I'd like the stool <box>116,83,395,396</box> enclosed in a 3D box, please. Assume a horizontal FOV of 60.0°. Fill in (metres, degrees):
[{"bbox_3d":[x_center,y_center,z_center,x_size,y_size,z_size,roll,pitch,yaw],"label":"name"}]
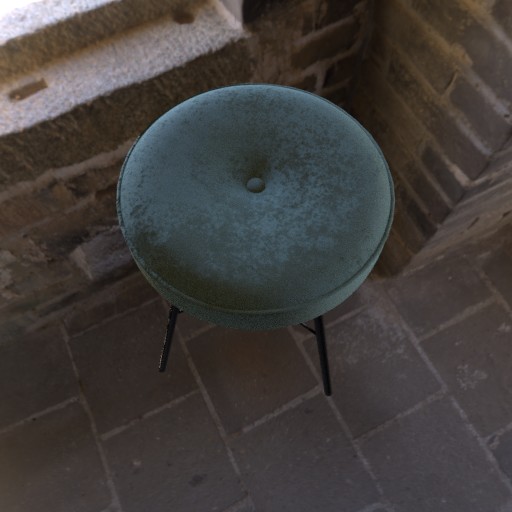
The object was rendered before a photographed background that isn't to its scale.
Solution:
[{"bbox_3d":[0.000,0.000,0.868,0.457,0.519,0.458,15,65,7],"label":"stool"}]
